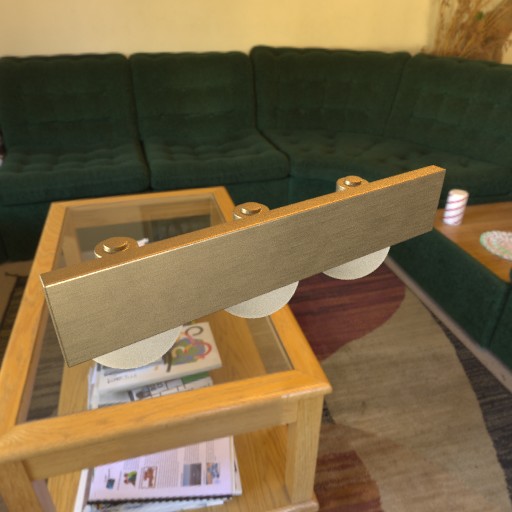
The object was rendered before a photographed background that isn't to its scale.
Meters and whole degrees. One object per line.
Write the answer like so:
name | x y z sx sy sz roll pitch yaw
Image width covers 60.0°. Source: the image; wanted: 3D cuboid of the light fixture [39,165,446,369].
light fixture | 0.000 0.000 0.824 0.721 0.263 0.218 -18 36 -27
